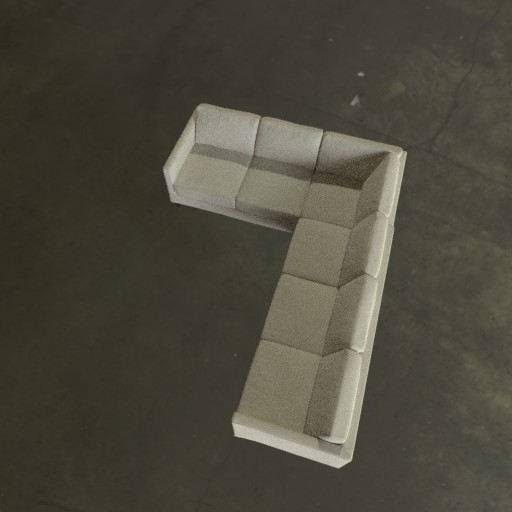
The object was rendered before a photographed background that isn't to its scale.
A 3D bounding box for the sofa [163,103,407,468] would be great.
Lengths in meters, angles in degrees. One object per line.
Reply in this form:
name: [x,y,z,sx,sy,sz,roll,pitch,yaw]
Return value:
sofa: [0.000,0.000,4.355,2.432,0.863,3.182,15,60,9]
